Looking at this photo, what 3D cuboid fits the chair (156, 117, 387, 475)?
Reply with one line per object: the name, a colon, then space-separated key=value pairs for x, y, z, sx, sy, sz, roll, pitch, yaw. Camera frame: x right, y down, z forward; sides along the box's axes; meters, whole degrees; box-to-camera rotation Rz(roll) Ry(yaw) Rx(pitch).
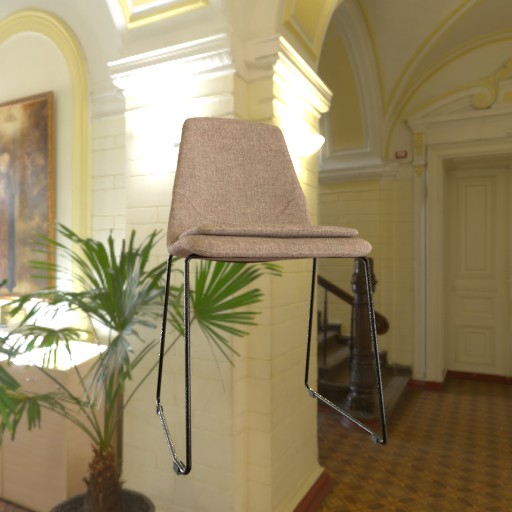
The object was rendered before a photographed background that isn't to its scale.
chair: x=0.000 y=0.000 z=1.149 sx=0.479 sy=0.858 sz=0.518 roll=0 pitch=0 yaw=-18
